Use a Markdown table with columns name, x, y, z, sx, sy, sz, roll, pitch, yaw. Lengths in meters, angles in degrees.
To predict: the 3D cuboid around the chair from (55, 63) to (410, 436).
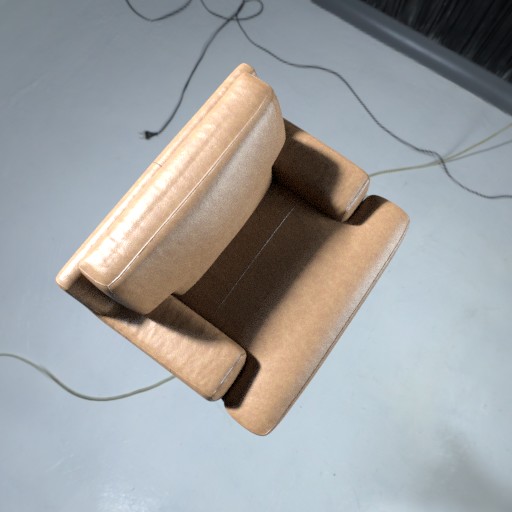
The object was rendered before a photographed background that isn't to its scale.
| name | x | y | z | sx | sy | sz | roll | pitch | yaw |
| --- | --- | --- | --- | --- | --- | --- | --- | --- | --- |
| chair | 0.000 | 0.000 | 2.037 | 1.050 | 0.978 | 1.276 | 35 | 77 | 9 |
